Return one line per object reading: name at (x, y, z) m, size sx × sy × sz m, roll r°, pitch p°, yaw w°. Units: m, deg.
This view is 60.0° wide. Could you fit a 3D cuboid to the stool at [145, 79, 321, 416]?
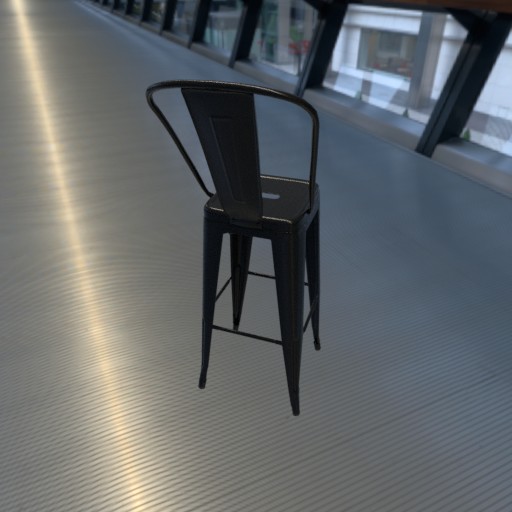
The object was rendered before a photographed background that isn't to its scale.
stool at (0.000, 0.000, 1.355) m, size 0.399 × 1.096 × 0.513 m, roll 11°, pitch 33°, yaw 16°
